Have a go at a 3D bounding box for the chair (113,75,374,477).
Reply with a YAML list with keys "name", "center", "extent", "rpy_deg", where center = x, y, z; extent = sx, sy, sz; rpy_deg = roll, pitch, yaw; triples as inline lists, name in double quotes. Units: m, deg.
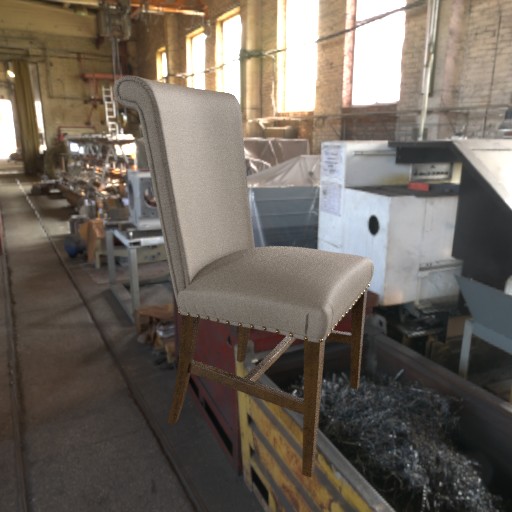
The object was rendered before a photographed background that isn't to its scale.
- name: "chair"
  center: [0.000, 0.000, 1.332]
  extent: [0.608, 0.988, 0.513]
  rpy_deg: [7, 17, 26]
